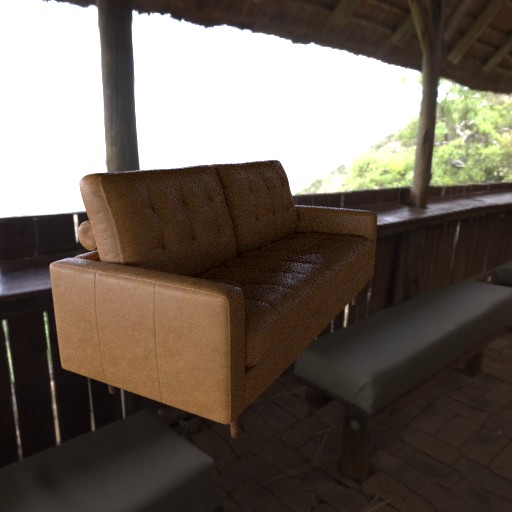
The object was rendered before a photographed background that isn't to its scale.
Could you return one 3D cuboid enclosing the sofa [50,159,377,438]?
[{"bbox_3d":[0.000,0.000,2.239,0.850,0.898,1.821,8,16,27],"label":"sofa"}]
